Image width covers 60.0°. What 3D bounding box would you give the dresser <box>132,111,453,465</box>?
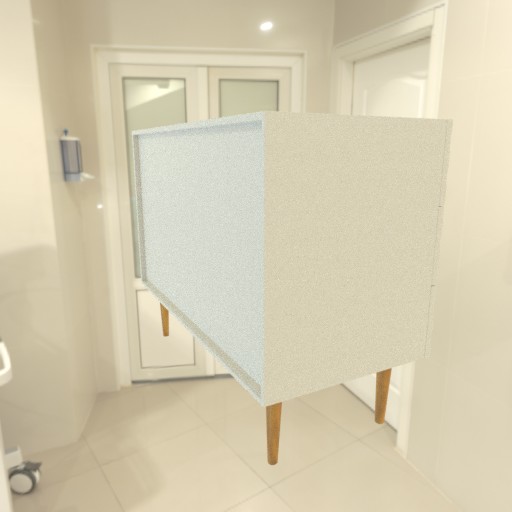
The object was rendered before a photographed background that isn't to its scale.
[{"bbox_3d":[0.000,0.000,1.286,0.457,0.721,0.905,-7,15,-28],"label":"dresser"}]
